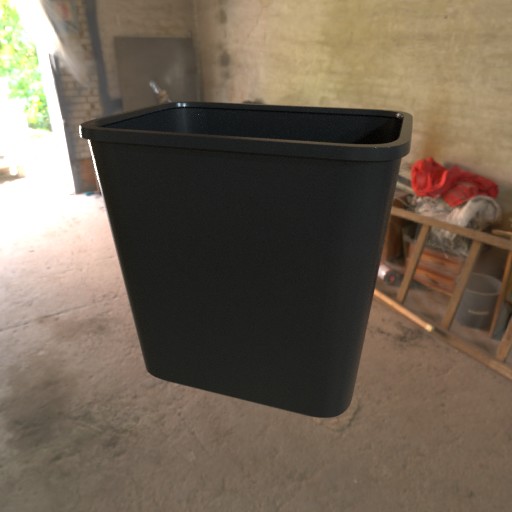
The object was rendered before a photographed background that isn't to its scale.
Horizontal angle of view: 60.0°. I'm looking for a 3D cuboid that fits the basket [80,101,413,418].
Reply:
[{"bbox_3d":[0.000,0.000,0.511,0.300,0.307,0.211,8,27,17],"label":"basket"}]
